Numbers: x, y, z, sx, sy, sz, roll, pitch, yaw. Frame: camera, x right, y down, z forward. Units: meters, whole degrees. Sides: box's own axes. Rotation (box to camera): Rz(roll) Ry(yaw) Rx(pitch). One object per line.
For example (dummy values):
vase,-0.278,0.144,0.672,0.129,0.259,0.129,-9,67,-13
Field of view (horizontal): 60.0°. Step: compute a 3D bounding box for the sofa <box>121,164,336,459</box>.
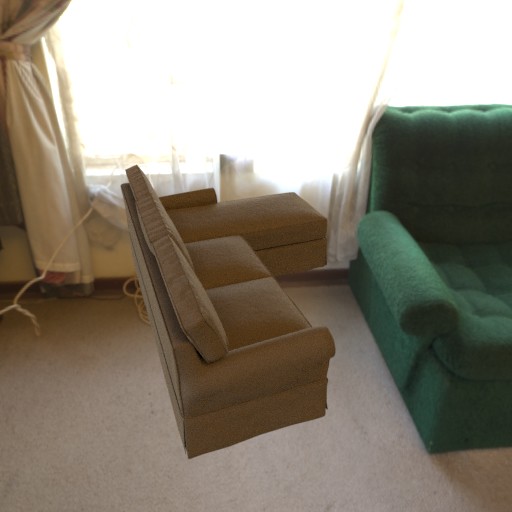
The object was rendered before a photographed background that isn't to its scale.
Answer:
sofa,0.000,0.000,3.450,1.733,0.978,2.475,-10,31,-18
